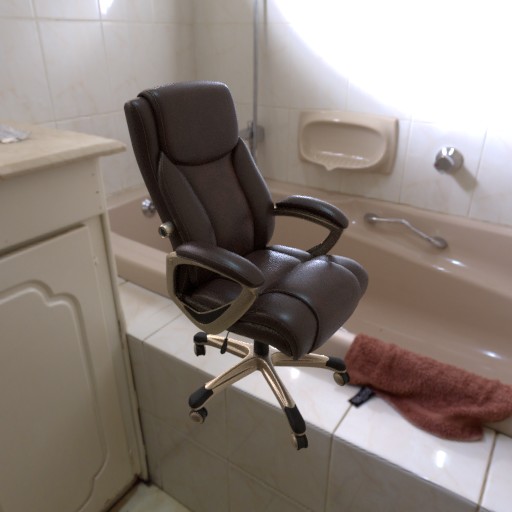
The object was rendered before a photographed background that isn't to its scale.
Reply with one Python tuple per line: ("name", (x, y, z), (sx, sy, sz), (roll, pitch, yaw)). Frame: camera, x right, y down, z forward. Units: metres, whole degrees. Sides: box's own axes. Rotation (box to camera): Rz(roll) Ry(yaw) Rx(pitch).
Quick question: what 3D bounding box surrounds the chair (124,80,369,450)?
("chair", (0.000, 0.000, 1.668), (0.749, 1.194, 0.692), (18, 31, 32))
